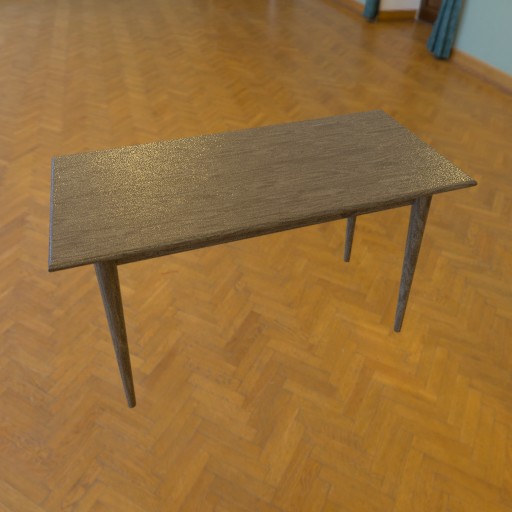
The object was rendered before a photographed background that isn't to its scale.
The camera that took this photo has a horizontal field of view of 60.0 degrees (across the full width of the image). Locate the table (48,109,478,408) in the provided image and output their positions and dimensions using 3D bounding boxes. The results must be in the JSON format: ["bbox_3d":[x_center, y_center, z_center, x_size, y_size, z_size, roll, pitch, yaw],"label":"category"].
[{"bbox_3d":[0.000,0.000,1.734,1.300,0.780,0.599,-12,43,-14],"label":"table"}]
